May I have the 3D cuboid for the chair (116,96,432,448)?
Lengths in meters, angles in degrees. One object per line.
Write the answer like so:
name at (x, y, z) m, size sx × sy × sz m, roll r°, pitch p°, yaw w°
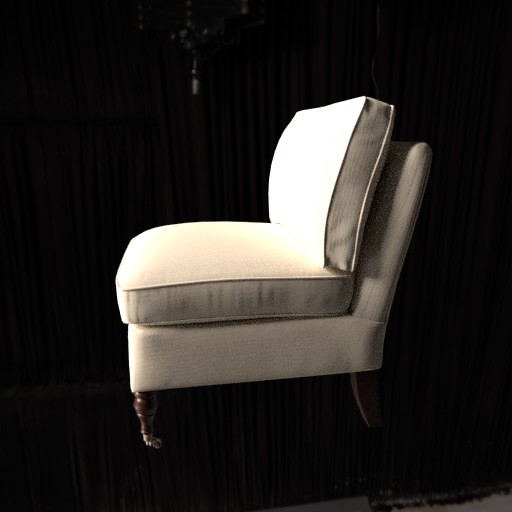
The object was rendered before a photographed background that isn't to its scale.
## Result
chair at (0.000, 0.000, 1.368) m, size 0.781 × 0.887 × 0.630 m, roll -3°, pitch 15°, yaw -10°
